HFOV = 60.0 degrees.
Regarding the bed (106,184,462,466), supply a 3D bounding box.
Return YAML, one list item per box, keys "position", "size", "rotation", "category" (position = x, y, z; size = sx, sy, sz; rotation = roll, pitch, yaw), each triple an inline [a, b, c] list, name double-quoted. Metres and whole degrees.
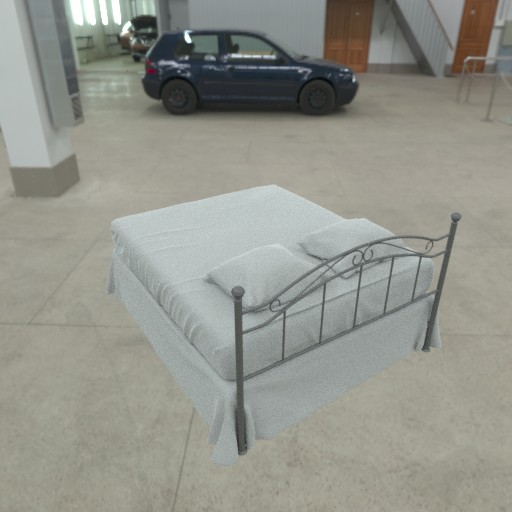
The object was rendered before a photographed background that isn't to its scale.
- position: [0.000, 0.000, 3.389]
  size: [1.936, 1.080, 2.215]
  rotation: [-17, 32, -29]
  category: "bed"
